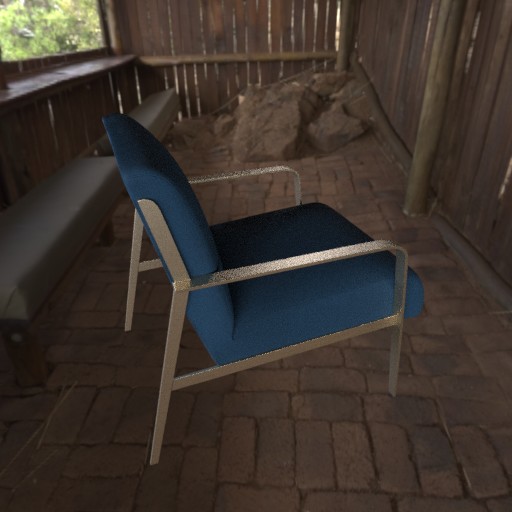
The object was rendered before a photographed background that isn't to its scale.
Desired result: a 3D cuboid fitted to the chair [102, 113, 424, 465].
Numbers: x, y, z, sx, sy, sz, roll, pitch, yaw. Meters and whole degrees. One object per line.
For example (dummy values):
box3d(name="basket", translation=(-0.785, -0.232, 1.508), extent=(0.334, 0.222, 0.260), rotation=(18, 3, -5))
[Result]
box3d(name="chair", translation=(0.000, 0.000, 1.408), extent=(0.859, 0.831, 0.692), rotation=(-11, 31, -18))
